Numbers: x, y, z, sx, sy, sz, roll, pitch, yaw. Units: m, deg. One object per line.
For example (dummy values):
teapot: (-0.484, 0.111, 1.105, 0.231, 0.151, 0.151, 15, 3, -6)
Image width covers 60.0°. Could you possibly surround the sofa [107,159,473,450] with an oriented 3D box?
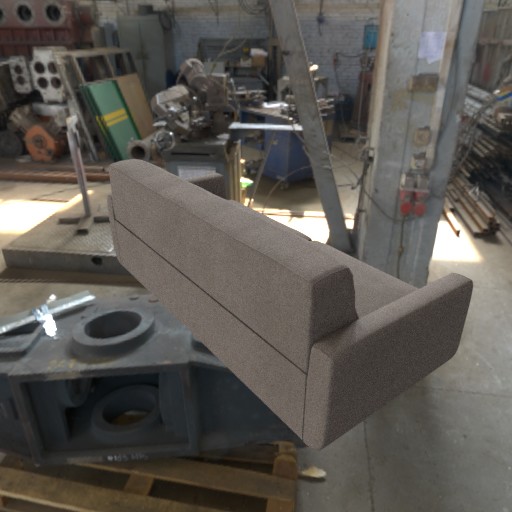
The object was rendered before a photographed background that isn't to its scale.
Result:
sofa: (0.000, 0.000, 2.447, 0.909, 0.841, 2.029, -19, 32, -32)
